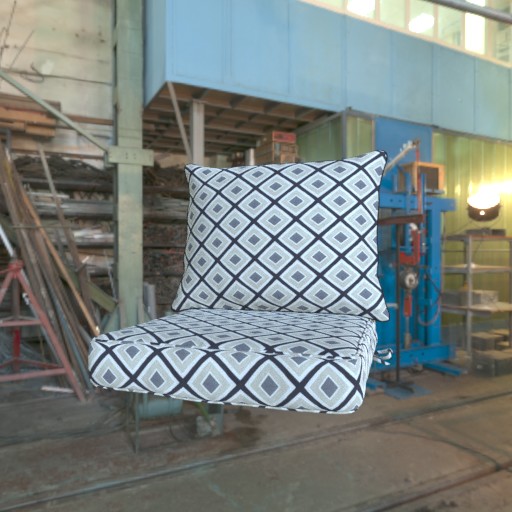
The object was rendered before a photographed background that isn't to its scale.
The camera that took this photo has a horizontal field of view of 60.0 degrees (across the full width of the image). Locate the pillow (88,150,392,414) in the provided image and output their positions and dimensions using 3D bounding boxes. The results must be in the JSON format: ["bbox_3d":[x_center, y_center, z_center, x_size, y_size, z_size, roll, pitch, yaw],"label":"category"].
[{"bbox_3d":[0.000,0.000,1.360,0.798,0.722,0.733,0,1,18],"label":"pillow"}]
